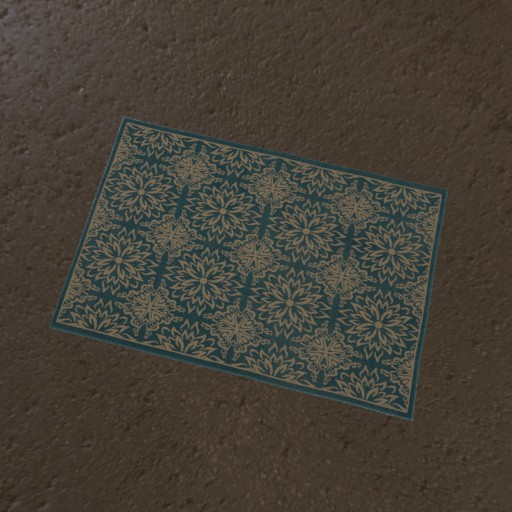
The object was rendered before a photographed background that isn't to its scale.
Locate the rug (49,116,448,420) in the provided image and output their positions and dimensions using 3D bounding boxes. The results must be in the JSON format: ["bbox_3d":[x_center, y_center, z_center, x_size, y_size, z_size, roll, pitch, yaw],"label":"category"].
[{"bbox_3d":[0.000,0.000,2.301,1.833,0.012,1.211,14,77,3],"label":"rug"}]
